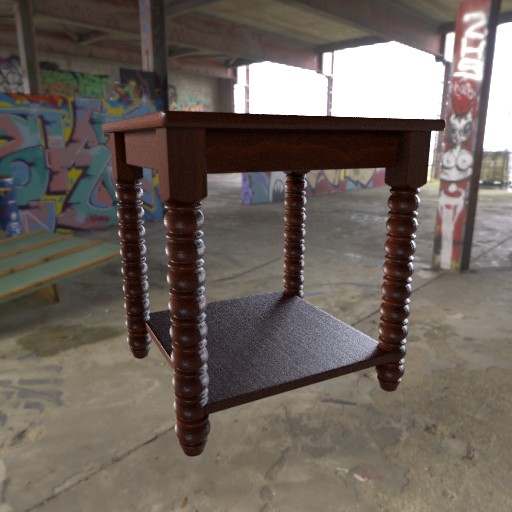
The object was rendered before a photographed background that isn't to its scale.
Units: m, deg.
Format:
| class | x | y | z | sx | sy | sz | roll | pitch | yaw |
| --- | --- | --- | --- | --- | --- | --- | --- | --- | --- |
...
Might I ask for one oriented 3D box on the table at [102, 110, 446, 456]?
| class | x | y | z | sx | sy | sz | roll | pitch | yaw |
| --- | --- | --- | --- | --- | --- | --- | --- | --- | --- |
| table | 0.000 | 0.000 | 0.977 | 0.533 | 0.567 | 0.500 | -7 | 16 | -26 |
